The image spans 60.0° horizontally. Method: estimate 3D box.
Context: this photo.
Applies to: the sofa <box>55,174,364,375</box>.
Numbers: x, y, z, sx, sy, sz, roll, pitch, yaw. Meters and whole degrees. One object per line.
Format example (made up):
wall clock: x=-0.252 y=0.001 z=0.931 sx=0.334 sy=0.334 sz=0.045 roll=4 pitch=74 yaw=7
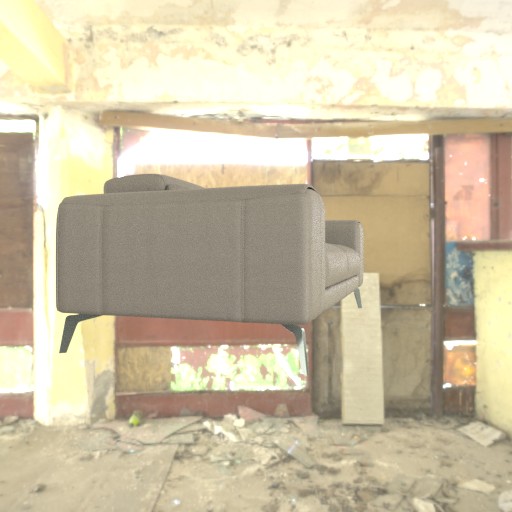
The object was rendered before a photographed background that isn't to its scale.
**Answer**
sofa: x=0.000 y=0.000 z=2.455 sx=1.024 sy=0.753 sz=1.930 roll=0 pitch=0 yaw=19
